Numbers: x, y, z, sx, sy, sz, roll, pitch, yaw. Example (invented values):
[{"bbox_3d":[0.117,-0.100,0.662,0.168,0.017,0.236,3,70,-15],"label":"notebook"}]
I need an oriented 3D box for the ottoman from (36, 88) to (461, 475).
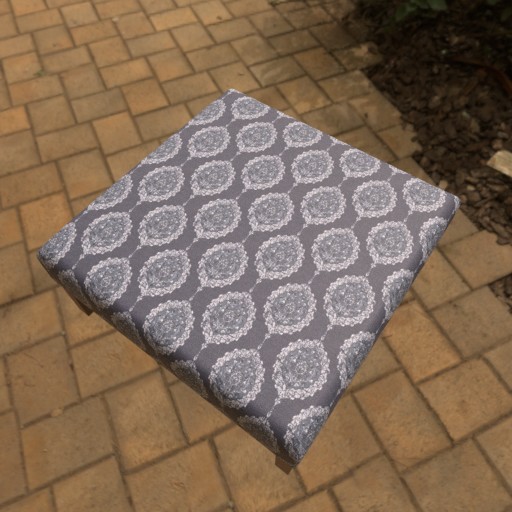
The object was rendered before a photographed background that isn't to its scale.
[{"bbox_3d":[0.000,0.000,1.407,0.889,0.409,0.890,32,63,19],"label":"ottoman"}]
